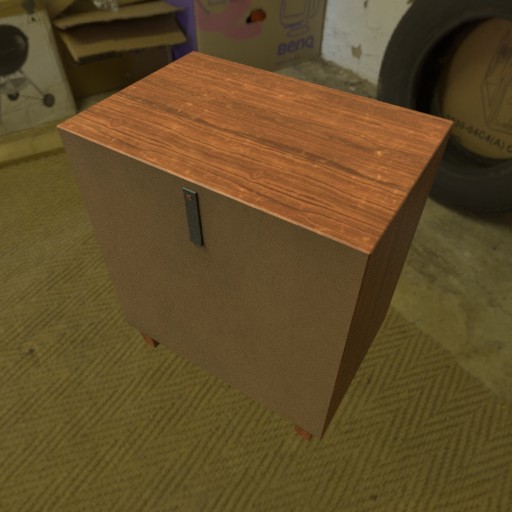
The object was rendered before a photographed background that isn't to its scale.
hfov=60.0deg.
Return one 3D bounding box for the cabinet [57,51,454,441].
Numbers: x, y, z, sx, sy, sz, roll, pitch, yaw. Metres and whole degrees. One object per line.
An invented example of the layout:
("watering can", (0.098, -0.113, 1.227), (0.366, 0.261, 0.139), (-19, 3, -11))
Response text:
("cabinet", (0.000, 0.000, 1.058), (0.607, 0.695, 0.410), (24, 51, 22))
